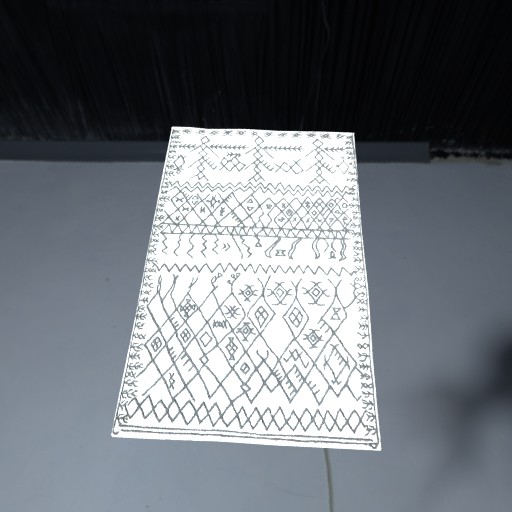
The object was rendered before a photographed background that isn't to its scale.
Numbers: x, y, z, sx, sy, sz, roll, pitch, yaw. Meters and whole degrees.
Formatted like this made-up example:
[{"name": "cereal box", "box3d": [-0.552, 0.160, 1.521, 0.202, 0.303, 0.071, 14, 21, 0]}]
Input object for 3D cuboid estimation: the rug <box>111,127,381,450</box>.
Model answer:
[{"name": "rug", "box3d": [0.000, 0.000, 3.109, 1.530, 0.012, 2.444, 2, 60, 1]}]
